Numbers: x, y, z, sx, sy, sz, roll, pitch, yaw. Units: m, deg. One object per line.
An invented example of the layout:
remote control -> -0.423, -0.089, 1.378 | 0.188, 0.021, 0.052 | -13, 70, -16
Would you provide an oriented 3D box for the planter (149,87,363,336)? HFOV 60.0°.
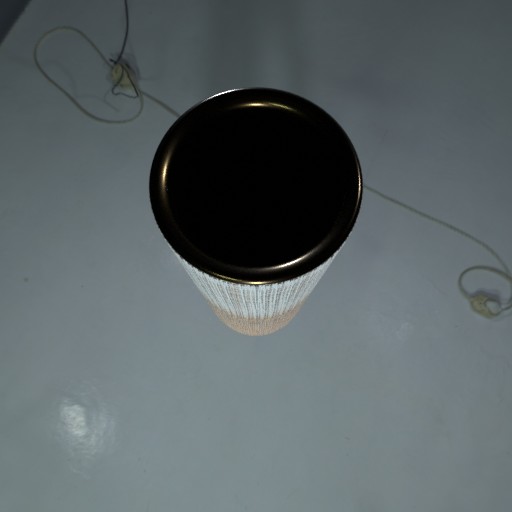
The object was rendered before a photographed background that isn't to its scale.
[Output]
planter -> 0.000, 0.000, 0.336 | 0.099, 0.278, 0.099 | 21, 76, 5
